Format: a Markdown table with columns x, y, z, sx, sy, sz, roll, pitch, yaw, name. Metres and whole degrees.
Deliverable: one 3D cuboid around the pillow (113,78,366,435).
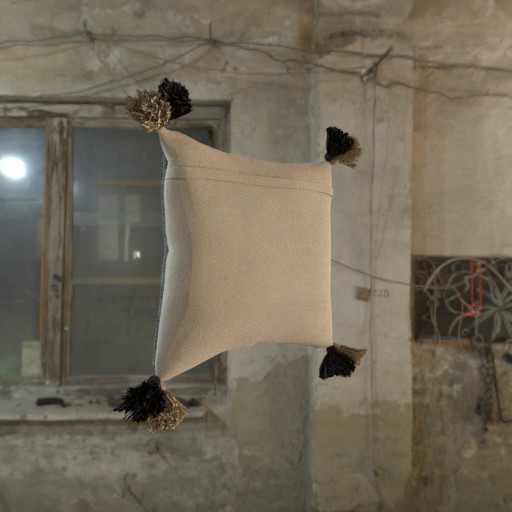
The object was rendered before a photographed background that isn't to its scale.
| x | y | z | sx | sy | sz | roll | pitch | yaw | name |
| --- | --- | --- | --- | --- | --- | --- | --- | --- | --- |
| 0.000 | 0.000 | 0.984 | 0.654 | 0.659 | 0.170 | 1 | -1 | -37 | pillow |
